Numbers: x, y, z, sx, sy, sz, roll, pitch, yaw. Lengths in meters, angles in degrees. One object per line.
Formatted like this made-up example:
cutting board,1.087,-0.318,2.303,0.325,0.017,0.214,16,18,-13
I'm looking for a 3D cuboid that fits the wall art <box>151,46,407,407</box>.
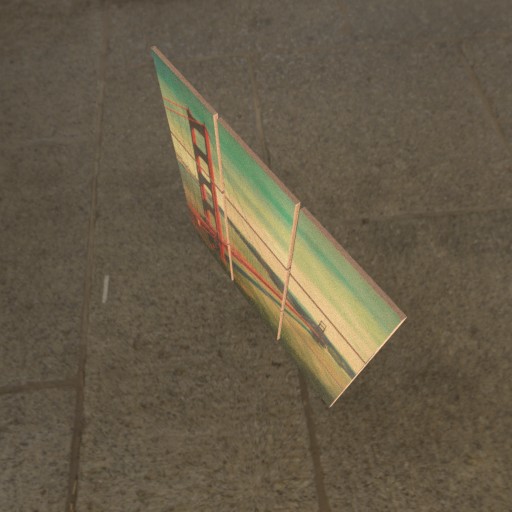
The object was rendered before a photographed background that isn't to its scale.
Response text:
wall art,0.000,0.000,1.823,0.016,1.207,1.217,-32,66,-16
